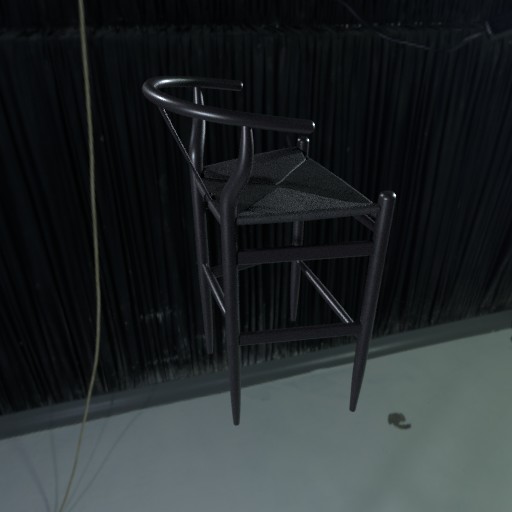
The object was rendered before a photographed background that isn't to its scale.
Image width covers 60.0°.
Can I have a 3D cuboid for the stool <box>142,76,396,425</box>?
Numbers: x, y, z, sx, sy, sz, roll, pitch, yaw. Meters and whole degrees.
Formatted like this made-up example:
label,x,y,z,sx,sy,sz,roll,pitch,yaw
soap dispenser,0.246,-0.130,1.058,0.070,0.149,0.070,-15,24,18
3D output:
label,x,y,z,sx,sy,sz,roll,pitch,yaw
stool,0.000,0.000,1.425,0.579,1.072,0.569,-10,32,-16
